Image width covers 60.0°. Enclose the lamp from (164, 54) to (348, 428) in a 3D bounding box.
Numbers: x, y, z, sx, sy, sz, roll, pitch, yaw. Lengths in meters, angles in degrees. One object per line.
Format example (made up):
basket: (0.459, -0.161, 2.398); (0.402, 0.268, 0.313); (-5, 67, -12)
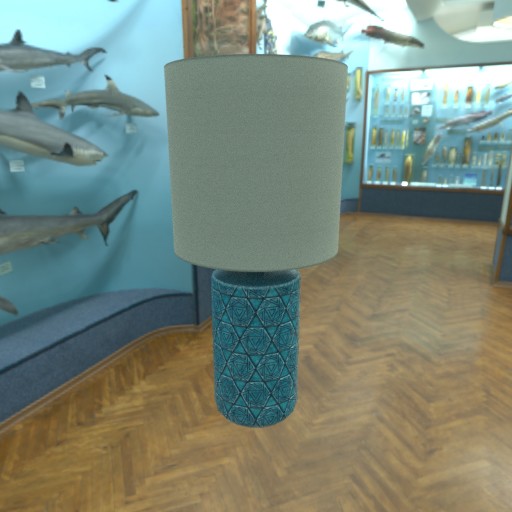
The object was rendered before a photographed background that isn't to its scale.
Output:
lamp: (0.000, 0.000, 0.763); (0.278, 0.597, 0.278); (8, 17, 26)
